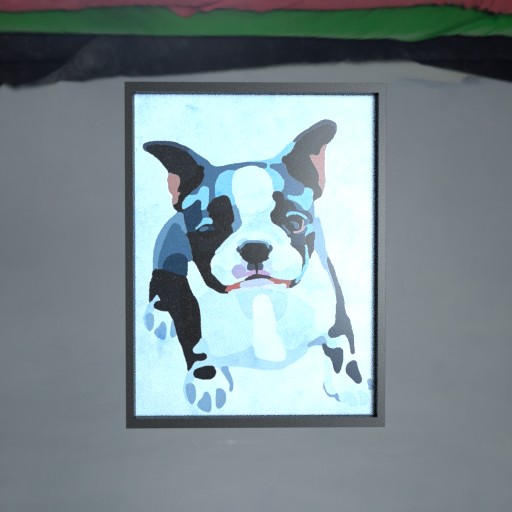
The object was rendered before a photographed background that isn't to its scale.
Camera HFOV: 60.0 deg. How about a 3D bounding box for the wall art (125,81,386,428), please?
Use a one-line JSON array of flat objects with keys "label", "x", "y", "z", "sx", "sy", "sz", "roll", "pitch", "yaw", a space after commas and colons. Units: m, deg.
[{"label": "wall art", "x": 0.000, "y": 0.000, "z": 1.331, "sx": 0.774, "sy": 1.027, "sz": 0.030, "roll": 0, "pitch": 1, "yaw": -1}]
